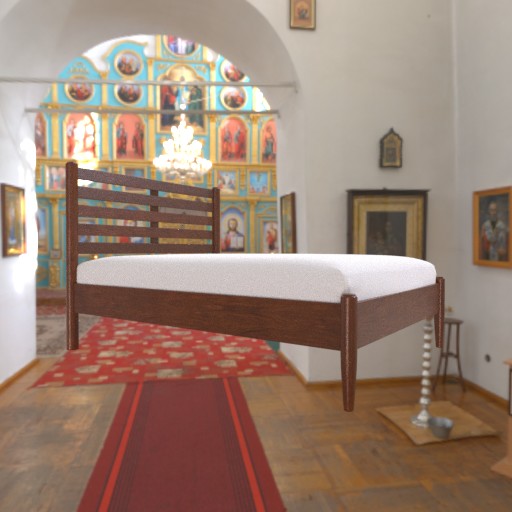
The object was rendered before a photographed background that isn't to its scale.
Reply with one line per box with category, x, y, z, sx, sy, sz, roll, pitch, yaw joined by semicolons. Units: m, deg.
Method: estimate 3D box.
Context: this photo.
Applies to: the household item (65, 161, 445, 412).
household item;0.000;0.000;3.223;2.232;1.356;1.663;1;1;36
